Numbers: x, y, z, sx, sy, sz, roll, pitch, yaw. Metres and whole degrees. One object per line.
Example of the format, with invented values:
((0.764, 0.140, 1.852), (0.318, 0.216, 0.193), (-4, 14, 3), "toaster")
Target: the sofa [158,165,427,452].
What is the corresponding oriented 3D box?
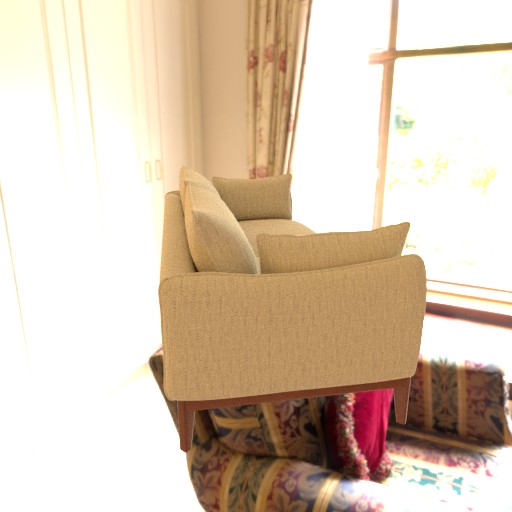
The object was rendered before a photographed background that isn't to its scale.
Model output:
((0.000, 0.000, 2.436), (0.991, 0.860, 1.989), (-3, 17, -10), "sofa")
